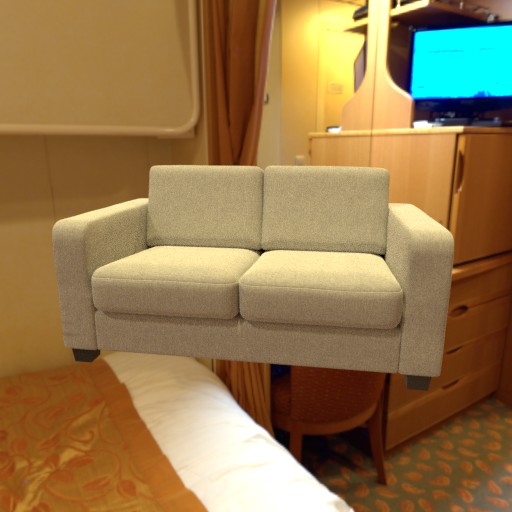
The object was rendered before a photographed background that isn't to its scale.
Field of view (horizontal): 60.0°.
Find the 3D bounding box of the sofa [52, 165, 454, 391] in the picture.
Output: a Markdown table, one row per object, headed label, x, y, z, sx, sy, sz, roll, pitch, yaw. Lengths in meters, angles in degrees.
| label | x | y | z | sx | sy | sz | roll | pitch | yaw |
| --- | --- | --- | --- | --- | --- | --- | --- | --- | --- |
| sofa | 0.000 | 0.000 | 2.057 | 1.540 | 0.800 | 0.900 | 2 | 14 | 9 |
